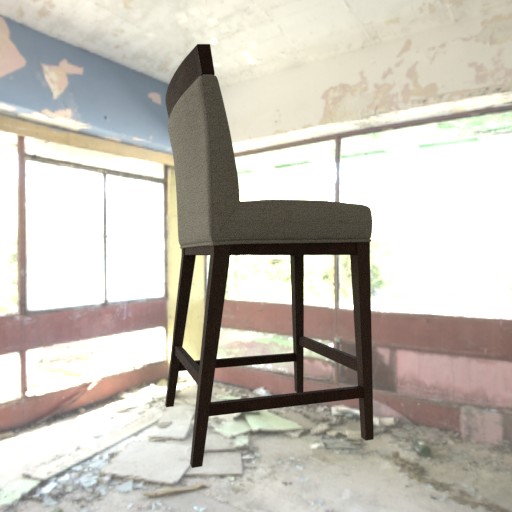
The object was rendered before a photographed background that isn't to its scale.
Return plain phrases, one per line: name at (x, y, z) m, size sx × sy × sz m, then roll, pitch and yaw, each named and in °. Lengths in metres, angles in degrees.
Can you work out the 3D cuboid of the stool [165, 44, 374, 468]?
stool at (0.000, 0.000, 1.360) m, size 0.531 × 1.009 × 0.512 m, roll 0°, pitch 0°, yaw -19°
